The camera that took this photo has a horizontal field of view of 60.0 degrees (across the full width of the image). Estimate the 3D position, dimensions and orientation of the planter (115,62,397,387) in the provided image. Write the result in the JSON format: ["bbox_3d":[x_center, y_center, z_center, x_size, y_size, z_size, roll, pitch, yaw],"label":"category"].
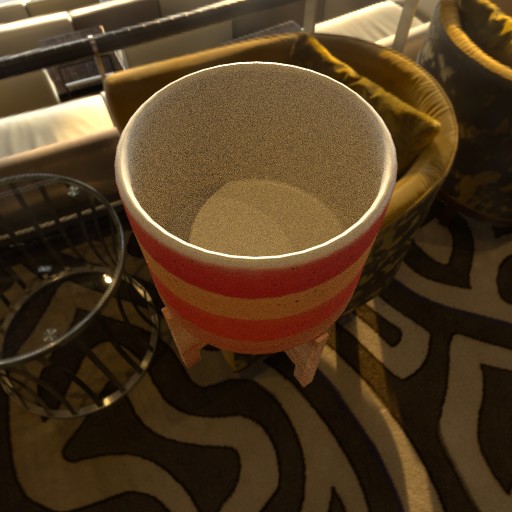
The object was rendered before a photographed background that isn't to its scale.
[{"bbox_3d":[0.000,0.000,0.565,0.269,0.379,0.269,0,58,0],"label":"planter"}]
